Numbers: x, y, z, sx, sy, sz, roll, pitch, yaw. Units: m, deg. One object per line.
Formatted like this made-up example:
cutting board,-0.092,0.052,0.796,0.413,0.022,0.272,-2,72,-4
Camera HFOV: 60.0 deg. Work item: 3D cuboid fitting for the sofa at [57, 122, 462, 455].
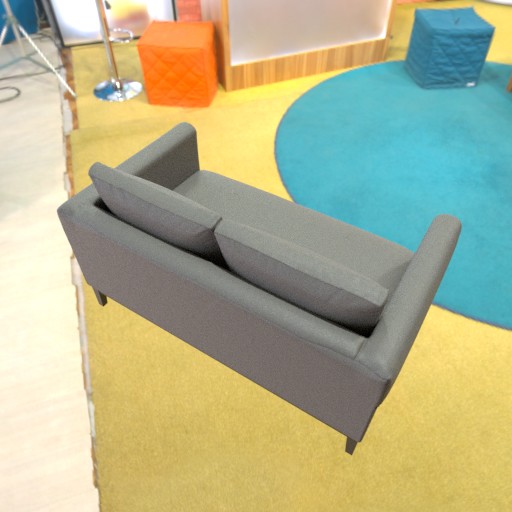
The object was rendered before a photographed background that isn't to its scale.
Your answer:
sofa,0.000,0.000,2.130,1.598,0.873,0.899,25,51,22
